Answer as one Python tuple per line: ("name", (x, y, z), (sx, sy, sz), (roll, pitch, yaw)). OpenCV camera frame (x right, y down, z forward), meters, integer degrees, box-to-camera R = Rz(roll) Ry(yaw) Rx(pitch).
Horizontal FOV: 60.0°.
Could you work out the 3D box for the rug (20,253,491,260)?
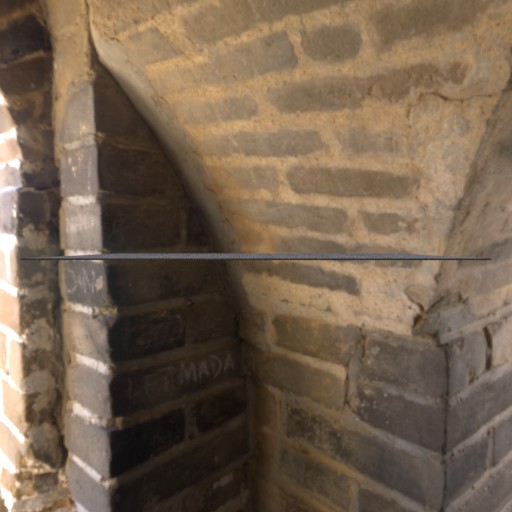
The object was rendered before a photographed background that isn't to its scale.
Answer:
("rug", (0.000, 0.000, 3.043), (2.430, 0.010, 1.515), (0, 1, 0))
